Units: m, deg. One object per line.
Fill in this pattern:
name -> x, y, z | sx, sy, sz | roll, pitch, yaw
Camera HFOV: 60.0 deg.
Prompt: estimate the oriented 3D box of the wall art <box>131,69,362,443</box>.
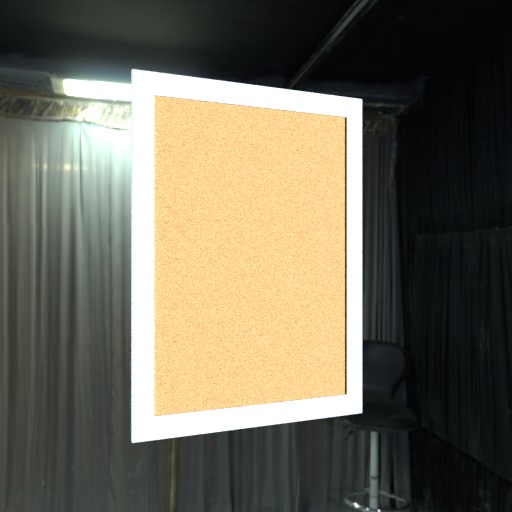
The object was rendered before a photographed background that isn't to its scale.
wall art -> 0.000, 0.000, 0.691 | 0.374, 0.529, 0.012 | 0, 0, -19
